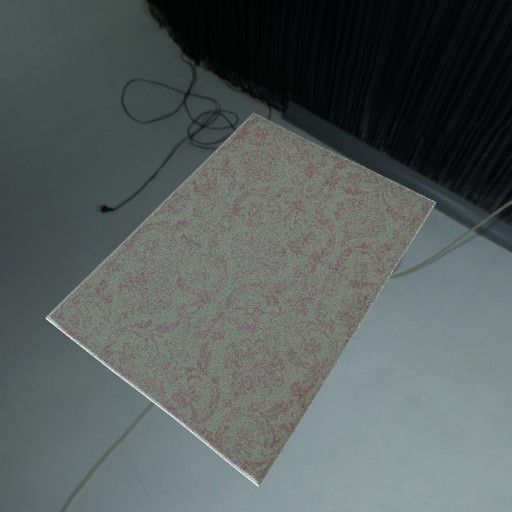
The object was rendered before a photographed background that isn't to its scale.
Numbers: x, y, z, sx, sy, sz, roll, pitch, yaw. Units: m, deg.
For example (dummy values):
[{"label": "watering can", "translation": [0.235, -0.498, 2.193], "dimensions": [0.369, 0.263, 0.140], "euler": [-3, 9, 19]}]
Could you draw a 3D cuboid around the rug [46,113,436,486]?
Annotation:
[{"label": "rug", "translation": [0.000, 0.000, 2.934], "dimensions": [1.598, 0.014, 2.202], "euler": [31, 64, 17]}]
